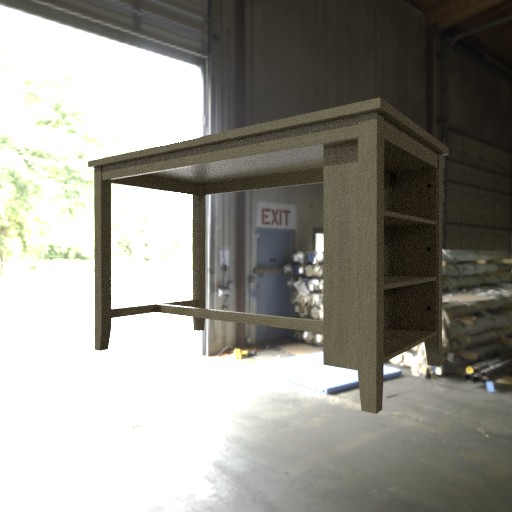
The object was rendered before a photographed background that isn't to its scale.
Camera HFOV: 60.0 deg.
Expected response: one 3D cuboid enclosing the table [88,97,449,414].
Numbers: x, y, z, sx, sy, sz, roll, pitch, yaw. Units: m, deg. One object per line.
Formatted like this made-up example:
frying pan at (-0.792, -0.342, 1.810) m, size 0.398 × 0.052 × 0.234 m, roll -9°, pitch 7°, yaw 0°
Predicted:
table at (0.000, 0.000, 1.921) m, size 1.397 × 0.874 × 0.729 m, roll 0°, pitch 1°, yaw 37°
